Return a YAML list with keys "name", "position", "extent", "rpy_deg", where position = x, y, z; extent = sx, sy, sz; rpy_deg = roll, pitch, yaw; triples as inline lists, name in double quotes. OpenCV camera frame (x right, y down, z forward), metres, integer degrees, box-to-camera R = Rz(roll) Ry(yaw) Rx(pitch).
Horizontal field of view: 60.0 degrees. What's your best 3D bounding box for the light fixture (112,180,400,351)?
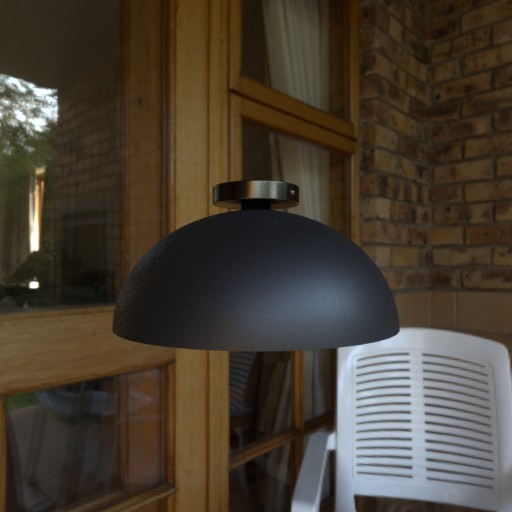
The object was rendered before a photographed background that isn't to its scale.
- name: "light fixture"
  position: [0.000, 0.000, 0.576]
  extent: [0.355, 0.177, 0.355]
  rpy_deg: [0, -1, 0]
